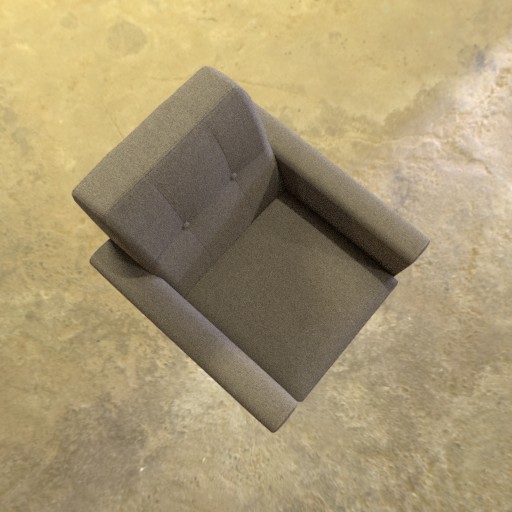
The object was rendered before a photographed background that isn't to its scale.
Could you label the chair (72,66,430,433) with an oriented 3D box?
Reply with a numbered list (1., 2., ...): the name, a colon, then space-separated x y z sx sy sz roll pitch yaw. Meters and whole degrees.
1. chair: 0.000 0.000 1.599 0.907 0.839 0.831 40 79 10
